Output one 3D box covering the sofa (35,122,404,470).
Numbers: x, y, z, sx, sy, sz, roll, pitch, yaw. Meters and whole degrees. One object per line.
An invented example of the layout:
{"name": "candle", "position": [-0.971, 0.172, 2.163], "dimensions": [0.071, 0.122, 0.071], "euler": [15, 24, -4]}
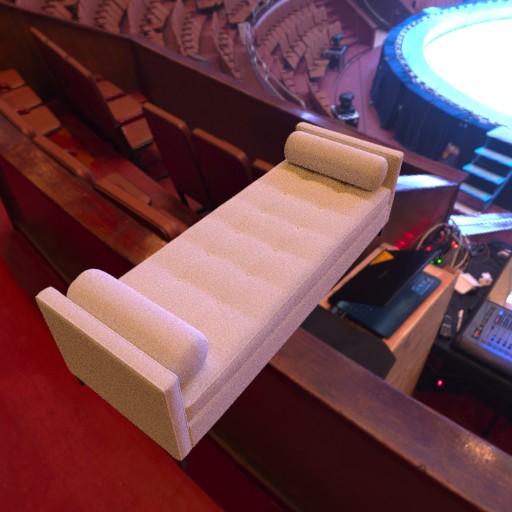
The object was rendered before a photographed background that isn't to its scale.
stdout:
{"name": "sofa", "position": [0.000, 0.000, 2.372], "dimensions": [0.746, 0.641, 1.985], "euler": [26, 48, 27]}
